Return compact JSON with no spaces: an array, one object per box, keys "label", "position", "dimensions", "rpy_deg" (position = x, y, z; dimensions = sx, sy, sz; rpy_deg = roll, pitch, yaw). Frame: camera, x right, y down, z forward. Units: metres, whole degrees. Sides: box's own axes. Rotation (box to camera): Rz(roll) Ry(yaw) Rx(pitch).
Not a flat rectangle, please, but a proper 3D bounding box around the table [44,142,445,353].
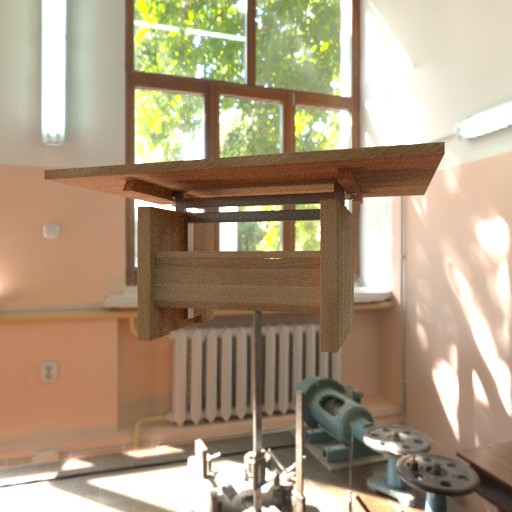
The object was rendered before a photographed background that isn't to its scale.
[{"label":"table","position":[0.000,0.000,1.486],"dimensions":[1.100,0.510,0.700],"rpy_deg":[0,0,17]}]
